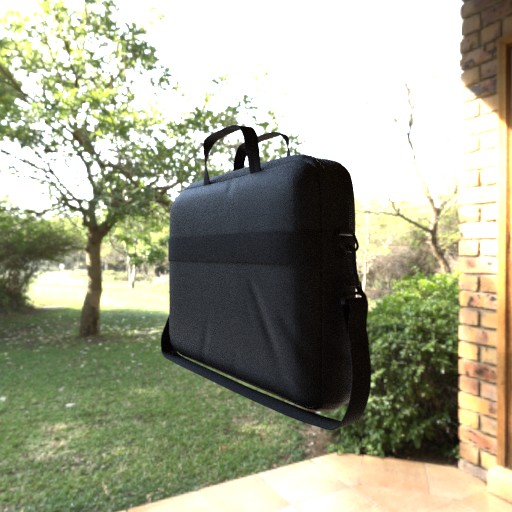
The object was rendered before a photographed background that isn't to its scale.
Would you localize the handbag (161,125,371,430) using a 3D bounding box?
[{"bbox_3d":[0.000,0.000,0.442,0.089,0.244,0.320,0,0,-35],"label":"handbag"}]
